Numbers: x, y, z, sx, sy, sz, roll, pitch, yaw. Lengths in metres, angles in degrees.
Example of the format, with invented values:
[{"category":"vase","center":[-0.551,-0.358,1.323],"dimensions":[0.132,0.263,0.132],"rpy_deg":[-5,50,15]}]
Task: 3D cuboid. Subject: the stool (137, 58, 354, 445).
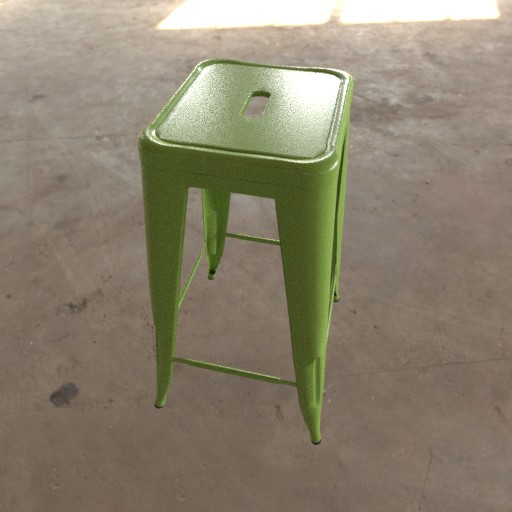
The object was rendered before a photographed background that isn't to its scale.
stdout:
[{"category":"stool","center":[0.000,0.000,0.832],"dimensions":[0.358,0.609,0.398],"rpy_deg":[10,46,9]}]
